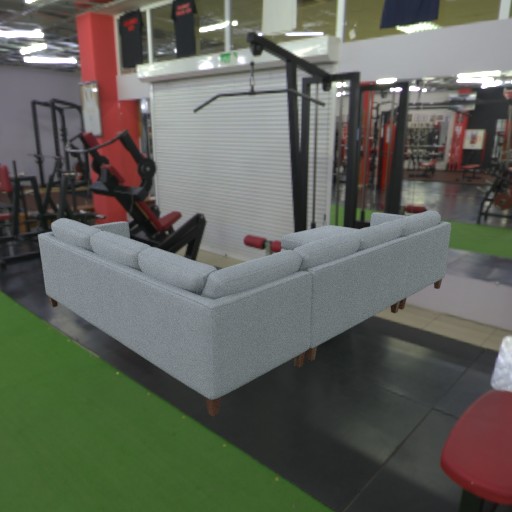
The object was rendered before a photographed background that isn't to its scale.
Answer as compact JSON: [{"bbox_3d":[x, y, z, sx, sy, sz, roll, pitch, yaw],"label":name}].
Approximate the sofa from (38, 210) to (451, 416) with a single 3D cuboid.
[{"bbox_3d":[0.000,0.000,4.387,2.551,0.853,3.238,15,22,43],"label":"sofa"}]
